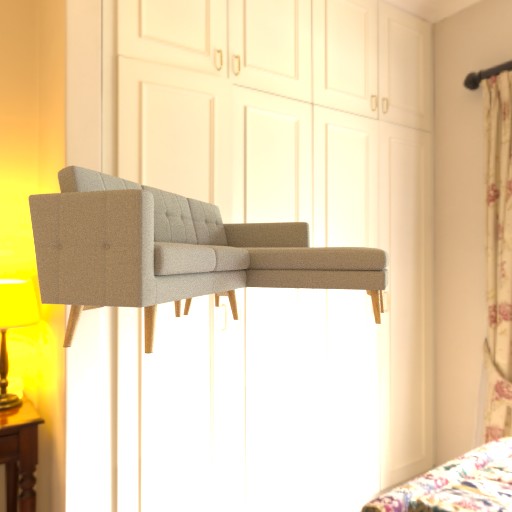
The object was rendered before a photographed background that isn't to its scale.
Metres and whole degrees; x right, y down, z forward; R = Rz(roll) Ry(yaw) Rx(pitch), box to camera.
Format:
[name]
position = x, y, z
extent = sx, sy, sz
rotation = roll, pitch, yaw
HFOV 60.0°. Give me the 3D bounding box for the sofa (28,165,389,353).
[sofa]
position = 0.000, 0.000, 2.728
extent = 1.530, 0.860, 2.040
rotation = 0, 0, 18
